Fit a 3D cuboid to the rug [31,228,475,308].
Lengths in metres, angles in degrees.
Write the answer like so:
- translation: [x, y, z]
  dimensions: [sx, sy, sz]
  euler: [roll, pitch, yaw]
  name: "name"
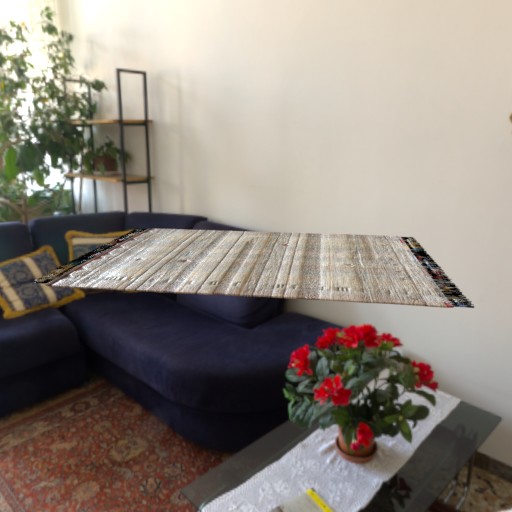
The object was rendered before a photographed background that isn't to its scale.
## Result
- translation: [0.000, 0.000, 2.350]
  dimensions: [1.848, 0.012, 1.217]
  euler: [2, 15, 8]
  name: "rug"
